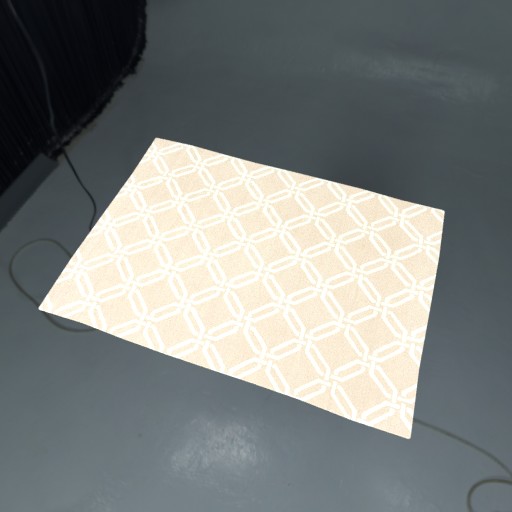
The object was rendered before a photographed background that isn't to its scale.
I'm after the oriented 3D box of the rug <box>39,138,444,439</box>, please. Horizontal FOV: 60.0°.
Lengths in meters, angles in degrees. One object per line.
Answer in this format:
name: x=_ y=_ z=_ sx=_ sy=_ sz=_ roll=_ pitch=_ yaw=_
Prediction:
rug: x=0.000 y=0.000 z=2.737 sx=2.135 sy=0.013 sz=1.524 roll=16 pitch=58 yaw=10
